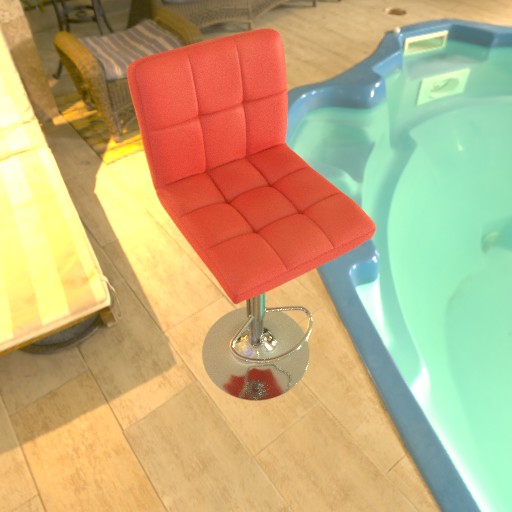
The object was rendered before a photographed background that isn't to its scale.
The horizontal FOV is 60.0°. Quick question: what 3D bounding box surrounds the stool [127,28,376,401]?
[{"bbox_3d":[0.000,0.000,1.351,0.430,1.115,0.505,-24,52,-21],"label":"stool"}]
